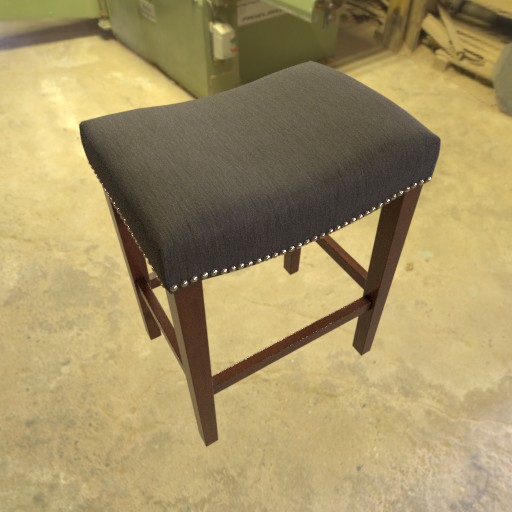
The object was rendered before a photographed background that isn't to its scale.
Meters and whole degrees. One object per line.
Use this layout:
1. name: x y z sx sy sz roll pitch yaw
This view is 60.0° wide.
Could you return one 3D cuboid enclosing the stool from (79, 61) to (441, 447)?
1. stool: 0.000 0.000 0.948 0.504 0.654 0.372 -24 50 -21
